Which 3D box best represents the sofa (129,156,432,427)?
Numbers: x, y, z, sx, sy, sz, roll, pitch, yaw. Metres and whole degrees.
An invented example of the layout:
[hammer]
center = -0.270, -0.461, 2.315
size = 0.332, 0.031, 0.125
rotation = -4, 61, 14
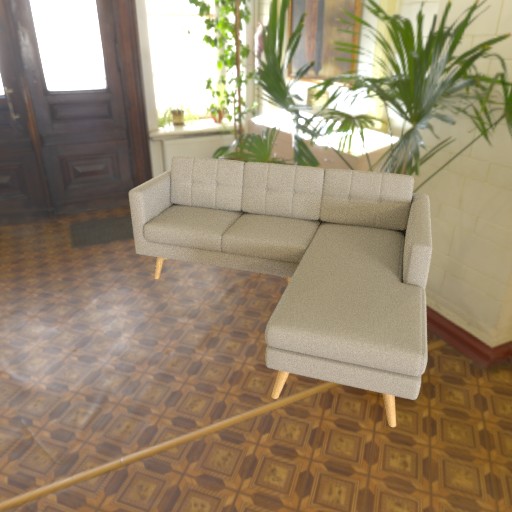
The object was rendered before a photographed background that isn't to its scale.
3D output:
[sofa]
center = 0.000, 0.000, 2.813
size = 2.040, 0.860, 1.530
rotation = 8, 27, 16
